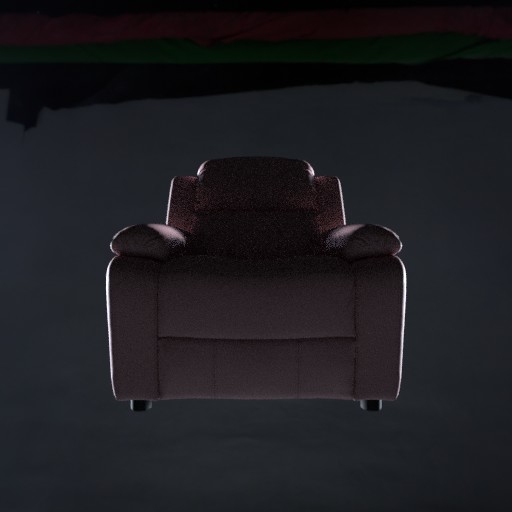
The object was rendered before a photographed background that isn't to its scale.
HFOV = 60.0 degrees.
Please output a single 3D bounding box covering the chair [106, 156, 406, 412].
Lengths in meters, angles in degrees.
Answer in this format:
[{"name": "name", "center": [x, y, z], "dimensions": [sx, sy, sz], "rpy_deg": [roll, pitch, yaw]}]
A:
[{"name": "chair", "center": [0.000, 0.000, 1.290], "dimensions": [0.680, 0.702, 0.709], "rpy_deg": [0, 0, 0]}]
